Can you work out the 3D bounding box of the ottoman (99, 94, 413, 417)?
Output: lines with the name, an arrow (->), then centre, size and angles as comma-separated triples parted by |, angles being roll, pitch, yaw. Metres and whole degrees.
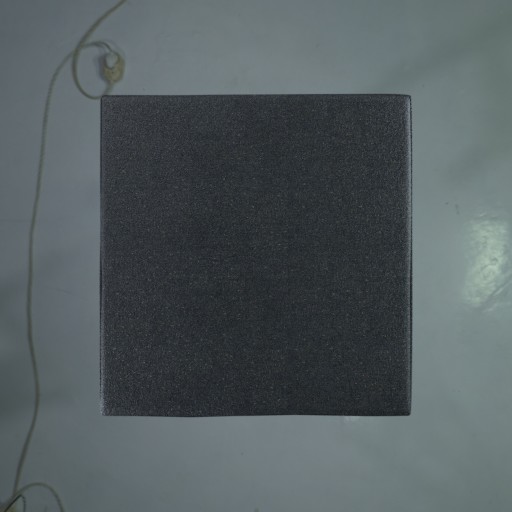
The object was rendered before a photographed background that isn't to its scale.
ottoman -> 0.000, 0.000, 1.532 | 0.968, 0.382, 1.004 | 0, 90, 0
